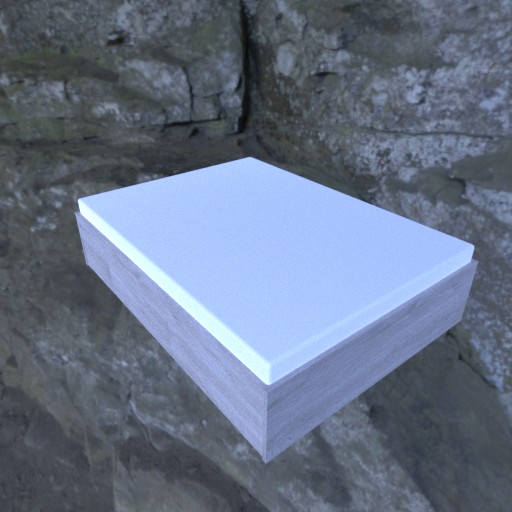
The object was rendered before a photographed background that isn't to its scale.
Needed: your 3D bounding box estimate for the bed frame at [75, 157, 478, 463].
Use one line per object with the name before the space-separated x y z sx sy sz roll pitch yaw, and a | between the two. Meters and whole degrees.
bed frame | 0.000 0.000 2.676 1.448 0.490 1.944 -22 37 -33
